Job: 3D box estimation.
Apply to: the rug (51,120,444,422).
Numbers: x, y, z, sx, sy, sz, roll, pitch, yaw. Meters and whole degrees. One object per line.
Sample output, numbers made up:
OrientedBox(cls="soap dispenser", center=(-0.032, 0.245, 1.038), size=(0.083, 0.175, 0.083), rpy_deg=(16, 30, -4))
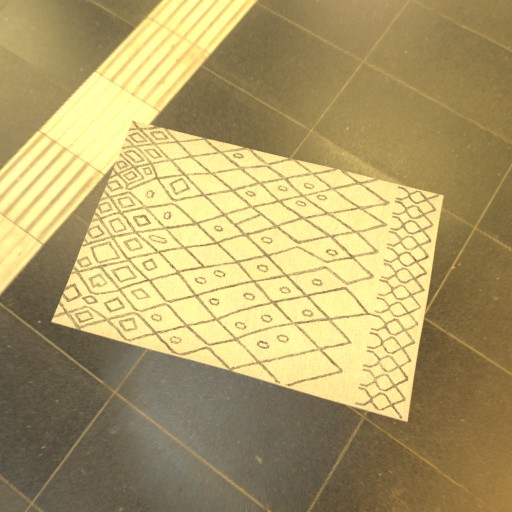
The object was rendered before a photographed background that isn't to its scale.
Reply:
OrientedBox(cls="rug", center=(0.000, 0.000, 2.352), size=(1.828, 0.015, 1.222), rpy_deg=(15, 74, 4))
